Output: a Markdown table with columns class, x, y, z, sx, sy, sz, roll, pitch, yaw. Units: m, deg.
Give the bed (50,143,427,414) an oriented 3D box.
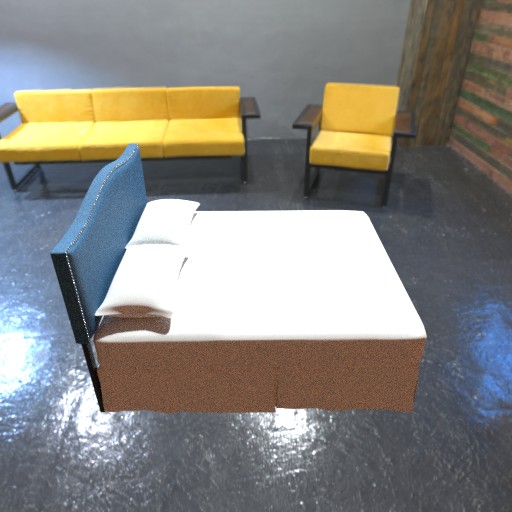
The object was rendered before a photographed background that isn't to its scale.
| class | x | y | z | sx | sy | sz | roll | pitch | yaw |
| --- | --- | --- | --- | --- | --- | --- | --- | --- | --- |
| bed | 0.000 | 0.000 | 2.932 | 1.872 | 1.169 | 1.610 | 0 | 32 | -1 |
